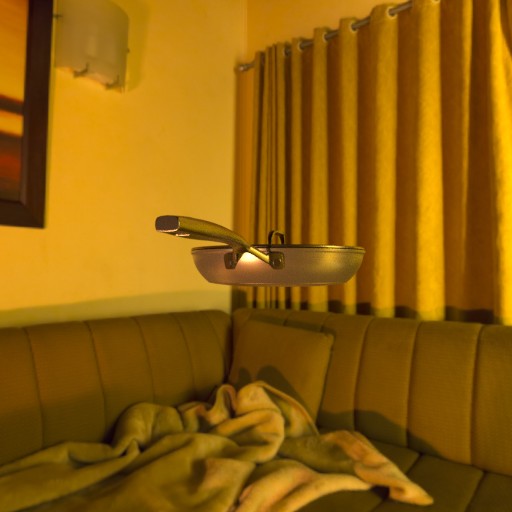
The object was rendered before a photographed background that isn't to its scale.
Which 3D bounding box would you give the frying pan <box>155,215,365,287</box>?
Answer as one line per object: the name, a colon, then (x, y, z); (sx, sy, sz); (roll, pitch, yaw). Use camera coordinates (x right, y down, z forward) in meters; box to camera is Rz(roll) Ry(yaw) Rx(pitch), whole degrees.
frying pan: (0.000, 0.000, 0.600); (0.272, 0.086, 0.490); (-1, -2, 18)
